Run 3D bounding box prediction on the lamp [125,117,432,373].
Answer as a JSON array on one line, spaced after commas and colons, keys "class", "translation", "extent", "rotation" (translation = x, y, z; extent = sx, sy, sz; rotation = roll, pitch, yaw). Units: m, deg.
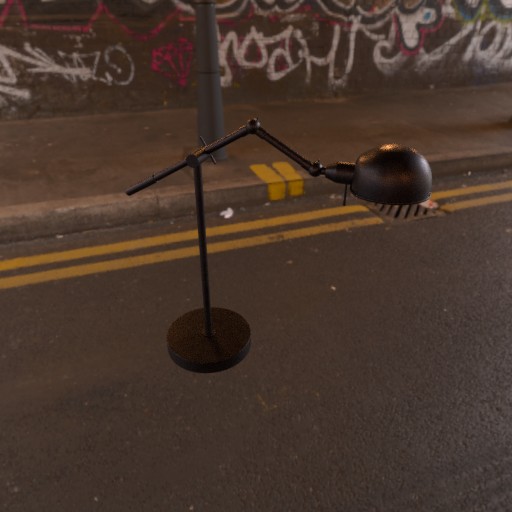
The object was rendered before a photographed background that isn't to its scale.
[{"class": "lamp", "translation": [0.000, 0.000, 0.835], "extent": [0.567, 0.495, 0.185], "rotation": [10, 32, 16]}]
